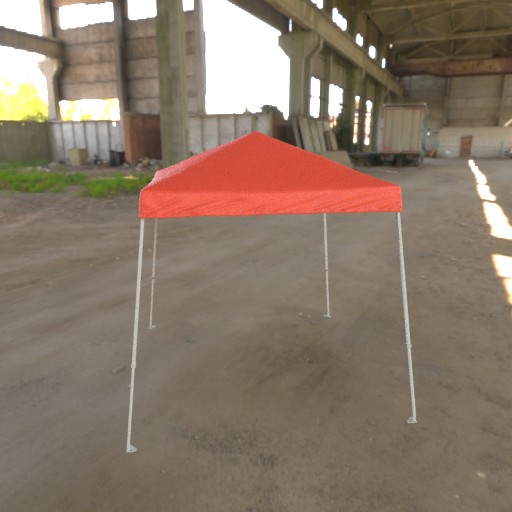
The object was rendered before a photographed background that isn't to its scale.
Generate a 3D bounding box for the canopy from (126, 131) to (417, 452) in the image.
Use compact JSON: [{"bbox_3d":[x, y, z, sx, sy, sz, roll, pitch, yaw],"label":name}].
[{"bbox_3d":[0.000,0.000,5.262,2.850,2.850,2.849,-2,15,-9],"label":"canopy"}]
